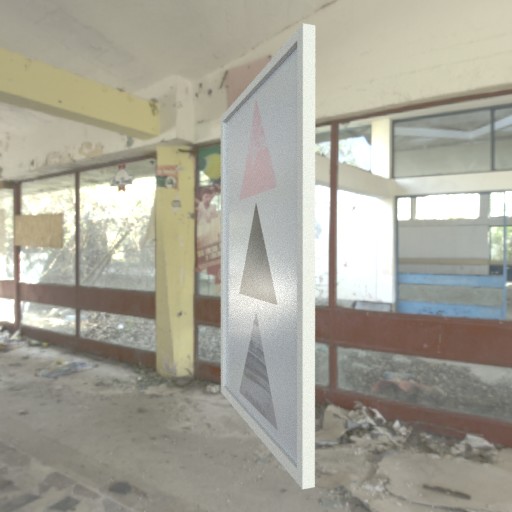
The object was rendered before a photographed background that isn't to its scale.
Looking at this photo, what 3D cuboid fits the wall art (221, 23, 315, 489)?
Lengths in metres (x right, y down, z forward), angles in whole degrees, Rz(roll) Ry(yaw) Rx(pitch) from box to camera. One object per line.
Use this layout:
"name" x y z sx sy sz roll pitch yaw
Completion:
"wall art" 0.000 0.000 0.557 0.013 0.433 0.303 0 1 -19
